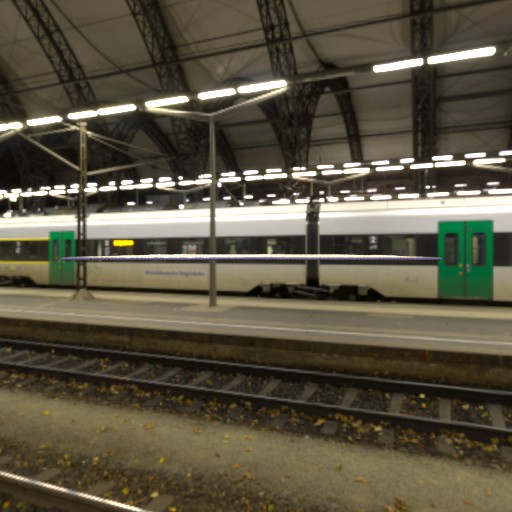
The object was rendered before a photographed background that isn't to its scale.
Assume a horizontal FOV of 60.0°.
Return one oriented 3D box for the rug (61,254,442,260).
[{"bbox_3d":[0.000,0.000,2.252,1.184,0.012,1.781,0,0,1],"label":"rug"}]
